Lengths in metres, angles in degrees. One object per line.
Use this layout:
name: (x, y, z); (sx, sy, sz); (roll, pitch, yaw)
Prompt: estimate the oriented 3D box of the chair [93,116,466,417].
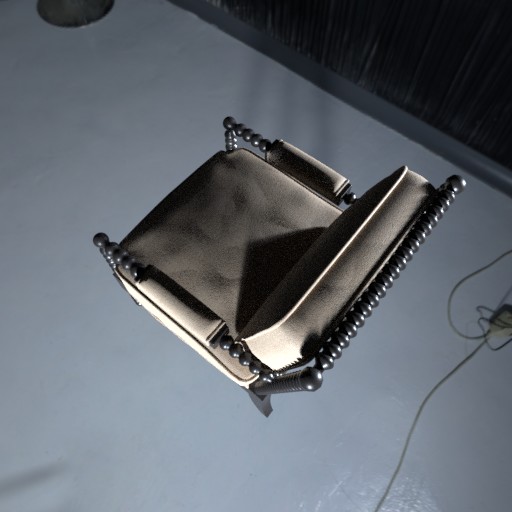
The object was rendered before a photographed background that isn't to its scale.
chair: (0.000, 0.000, 1.171); (0.657, 0.703, 0.555); (36, 69, 16)
